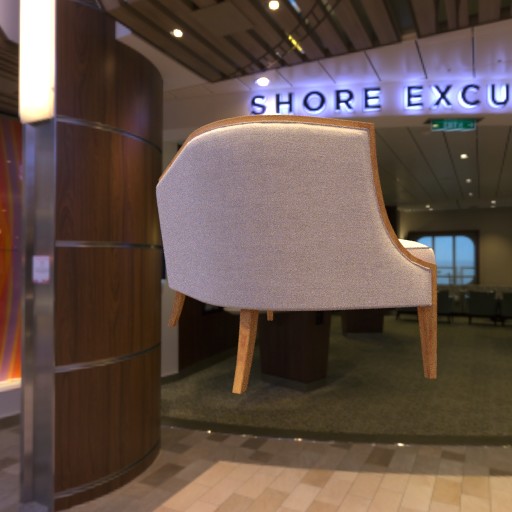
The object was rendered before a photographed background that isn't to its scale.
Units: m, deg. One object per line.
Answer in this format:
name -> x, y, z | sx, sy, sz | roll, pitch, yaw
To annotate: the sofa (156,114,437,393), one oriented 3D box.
sofa -> 0.000, 0.000, 1.953 | 0.770, 0.775, 1.474 | 0, -1, -19
